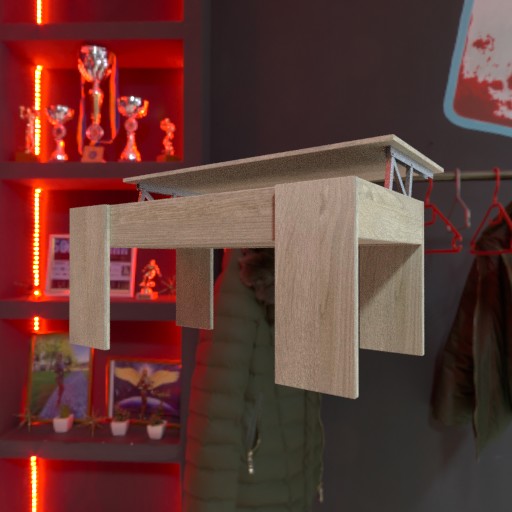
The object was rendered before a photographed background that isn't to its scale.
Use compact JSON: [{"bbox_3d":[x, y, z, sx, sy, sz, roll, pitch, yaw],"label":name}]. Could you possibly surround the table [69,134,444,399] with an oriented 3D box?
[{"bbox_3d":[0.000,0.000,1.448,1.000,0.570,0.711,0,0,36],"label":"table"}]
